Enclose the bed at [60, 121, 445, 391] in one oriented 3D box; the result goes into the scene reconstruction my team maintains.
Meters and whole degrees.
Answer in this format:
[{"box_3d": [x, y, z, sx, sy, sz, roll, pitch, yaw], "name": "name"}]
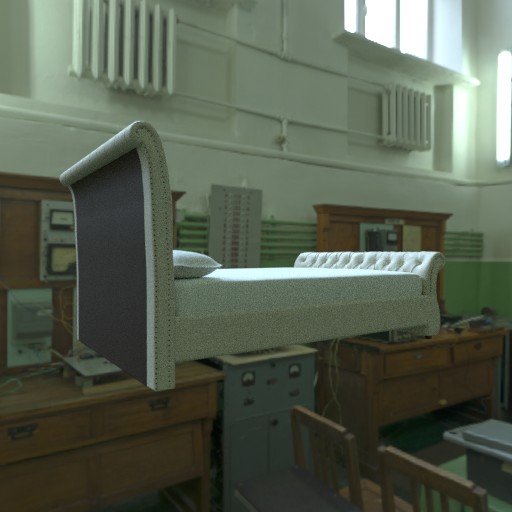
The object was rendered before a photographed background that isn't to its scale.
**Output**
[{"box_3d": [0.000, 0.000, 3.382, 2.493, 1.268, 1.606, 0, 0, -35], "name": "bed"}]
